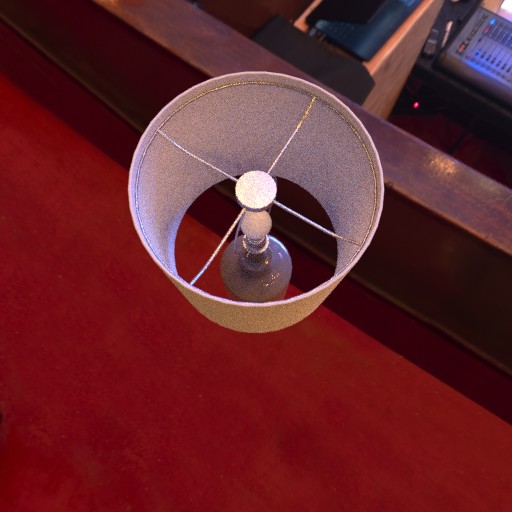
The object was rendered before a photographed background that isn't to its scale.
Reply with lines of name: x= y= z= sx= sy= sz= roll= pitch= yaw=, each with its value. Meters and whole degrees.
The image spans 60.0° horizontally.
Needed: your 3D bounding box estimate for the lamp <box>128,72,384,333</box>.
lamp: x=0.000 y=0.000 z=0.580 sx=0.207 sy=0.461 sz=0.207 roll=30 pitch=77 yaw=8
